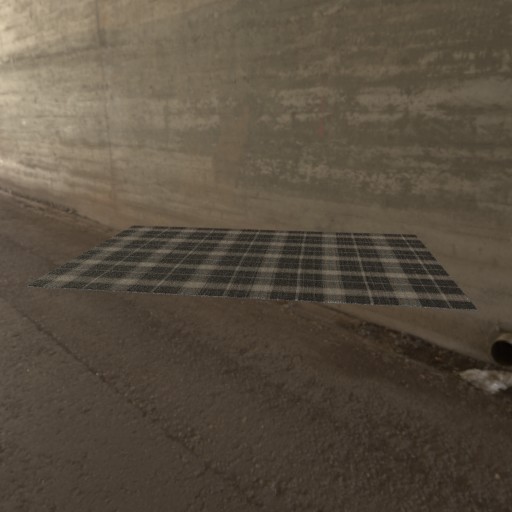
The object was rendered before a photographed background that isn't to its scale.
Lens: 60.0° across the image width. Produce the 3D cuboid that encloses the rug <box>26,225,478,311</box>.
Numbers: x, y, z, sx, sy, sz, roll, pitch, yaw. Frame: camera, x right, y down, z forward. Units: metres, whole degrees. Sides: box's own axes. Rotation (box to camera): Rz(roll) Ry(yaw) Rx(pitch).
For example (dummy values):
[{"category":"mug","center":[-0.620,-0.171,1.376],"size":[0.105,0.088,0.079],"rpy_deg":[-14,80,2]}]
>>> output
[{"category":"rug","center":[0.000,0.000,3.065],"size":[2.434,0.015,1.520],"rpy_deg":[2,17,8]}]
